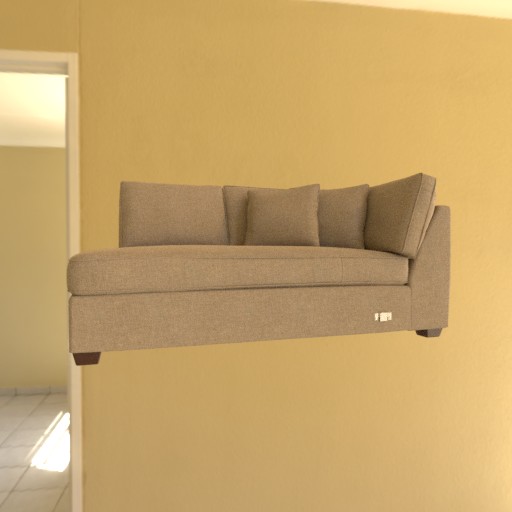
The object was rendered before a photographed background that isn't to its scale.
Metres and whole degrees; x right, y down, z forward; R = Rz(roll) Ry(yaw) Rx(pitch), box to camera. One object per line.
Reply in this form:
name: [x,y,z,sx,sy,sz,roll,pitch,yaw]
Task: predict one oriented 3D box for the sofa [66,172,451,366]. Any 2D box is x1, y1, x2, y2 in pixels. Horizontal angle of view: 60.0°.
sofa: [0.000,0.000,2.896,2.238,1.019,1.110,0,1,-18]
